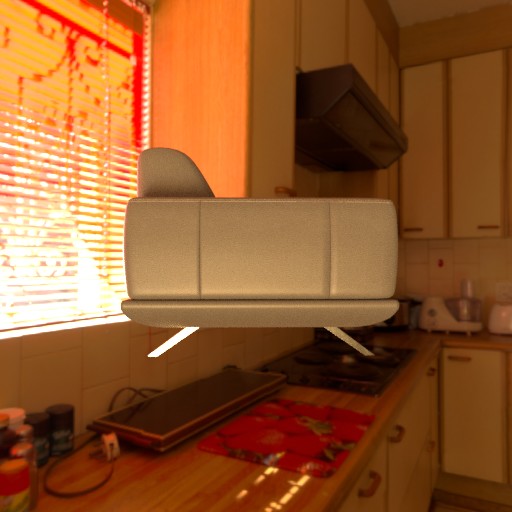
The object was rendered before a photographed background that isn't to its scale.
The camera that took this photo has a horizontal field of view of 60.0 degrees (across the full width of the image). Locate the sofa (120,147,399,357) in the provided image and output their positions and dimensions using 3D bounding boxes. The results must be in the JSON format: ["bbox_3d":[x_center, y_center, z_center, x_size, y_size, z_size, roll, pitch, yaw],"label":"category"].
[{"bbox_3d":[0.000,0.000,2.321,0.900,0.772,1.901,0,-1,-1],"label":"sofa"}]
